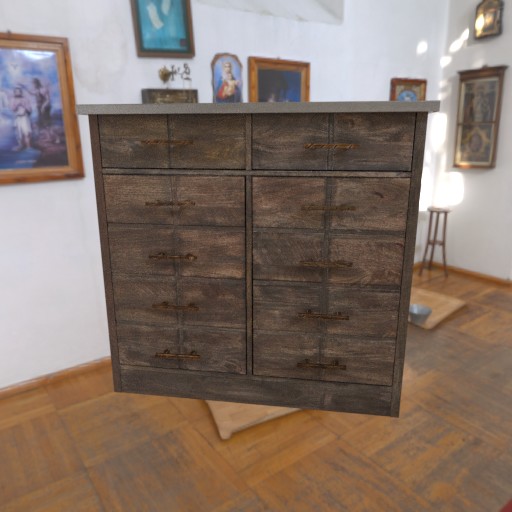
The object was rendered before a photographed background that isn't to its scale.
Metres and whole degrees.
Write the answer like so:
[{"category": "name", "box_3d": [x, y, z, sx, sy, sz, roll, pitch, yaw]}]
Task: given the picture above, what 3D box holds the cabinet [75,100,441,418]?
[{"category": "cabinet", "box_3d": [0.000, 0.000, 1.435, 0.968, 0.919, 0.338, 2, 15, 8]}]
